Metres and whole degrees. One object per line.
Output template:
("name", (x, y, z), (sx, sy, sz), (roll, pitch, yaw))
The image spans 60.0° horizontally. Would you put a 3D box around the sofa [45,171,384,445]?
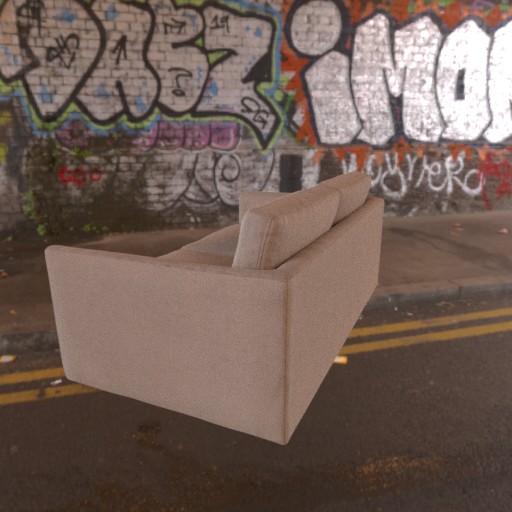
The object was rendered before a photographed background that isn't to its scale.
("sofa", (0.000, 0.000, 2.502), (1.091, 0.839, 1.905), (7, 18, 24))
